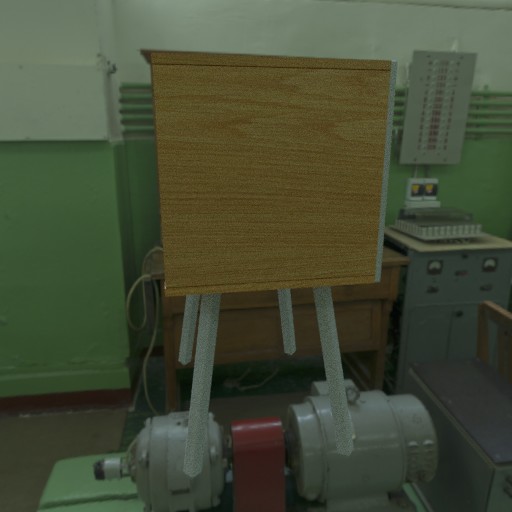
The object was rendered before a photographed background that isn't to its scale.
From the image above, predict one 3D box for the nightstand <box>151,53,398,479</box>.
[{"bbox_3d":[0.000,0.000,0.797,0.316,0.601,0.400,-3,16,-10],"label":"nightstand"}]
